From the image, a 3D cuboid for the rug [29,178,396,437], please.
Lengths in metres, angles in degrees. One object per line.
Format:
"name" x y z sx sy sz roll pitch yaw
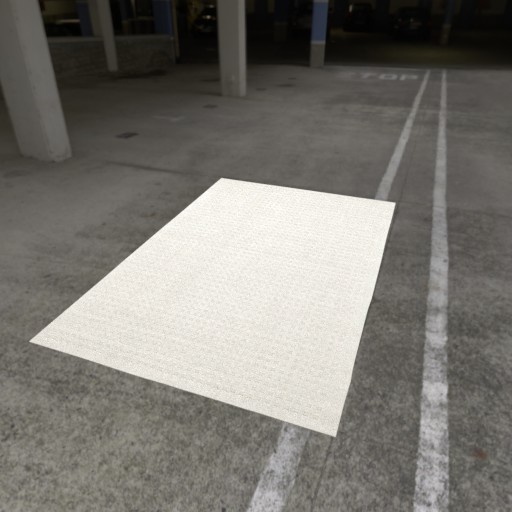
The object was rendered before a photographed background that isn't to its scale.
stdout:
"rug" 0.000 0.000 2.850 1.523 0.006 2.289 11 33 17
